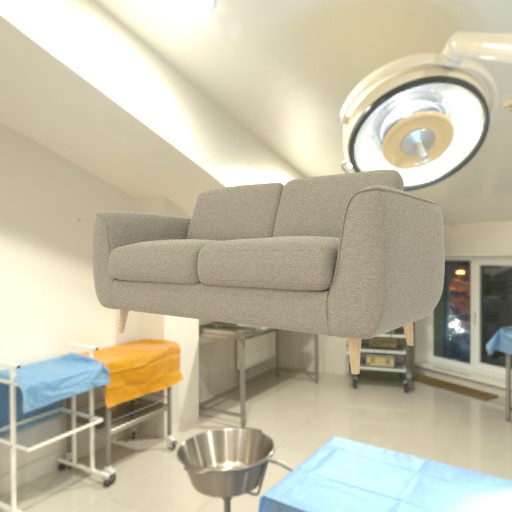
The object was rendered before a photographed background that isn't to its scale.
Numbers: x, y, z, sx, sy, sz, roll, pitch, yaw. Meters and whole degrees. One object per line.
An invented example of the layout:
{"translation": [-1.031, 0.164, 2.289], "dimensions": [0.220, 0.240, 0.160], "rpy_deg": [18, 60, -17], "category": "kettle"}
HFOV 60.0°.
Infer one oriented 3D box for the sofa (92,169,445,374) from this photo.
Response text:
{"translation": [0.000, 0.000, 2.281], "dimensions": [1.700, 0.850, 0.920], "rpy_deg": [0, 0, 37], "category": "sofa"}
